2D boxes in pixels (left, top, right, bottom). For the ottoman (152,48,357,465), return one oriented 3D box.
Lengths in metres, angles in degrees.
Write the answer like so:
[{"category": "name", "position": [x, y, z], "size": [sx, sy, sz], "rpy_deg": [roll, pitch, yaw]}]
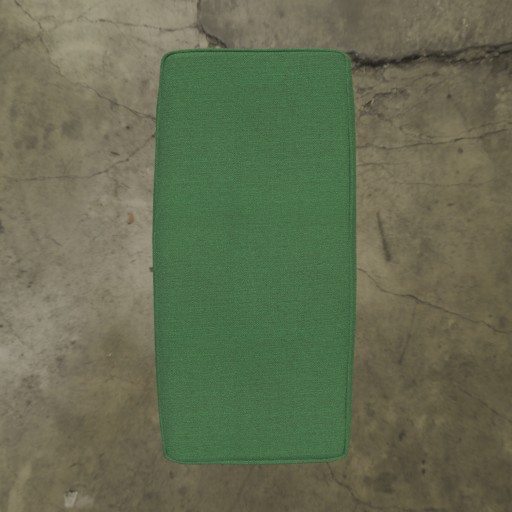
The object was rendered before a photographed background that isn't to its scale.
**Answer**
[{"category": "ottoman", "position": [0.000, 0.000, 1.219], "size": [0.483, 0.471, 0.957], "rpy_deg": [0, 91, 0]}]
